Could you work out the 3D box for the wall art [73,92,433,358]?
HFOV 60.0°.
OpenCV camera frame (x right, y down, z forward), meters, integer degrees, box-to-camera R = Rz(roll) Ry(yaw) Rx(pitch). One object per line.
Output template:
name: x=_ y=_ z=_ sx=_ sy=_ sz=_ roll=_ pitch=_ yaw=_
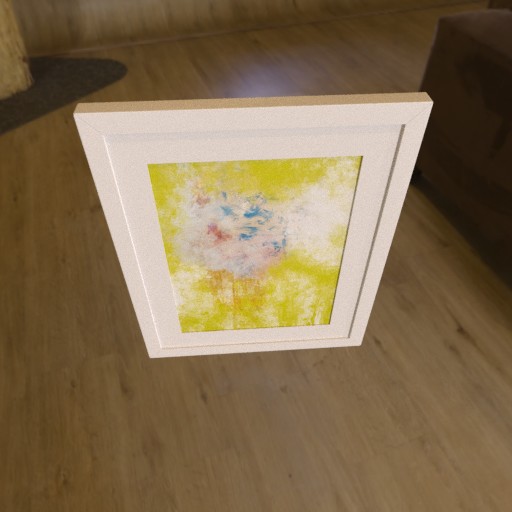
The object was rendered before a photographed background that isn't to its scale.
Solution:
wall art: x=0.000 y=0.000 z=0.762 sx=0.454 sy=0.556 sz=0.028 roll=-3 pitch=45 yaw=-3
